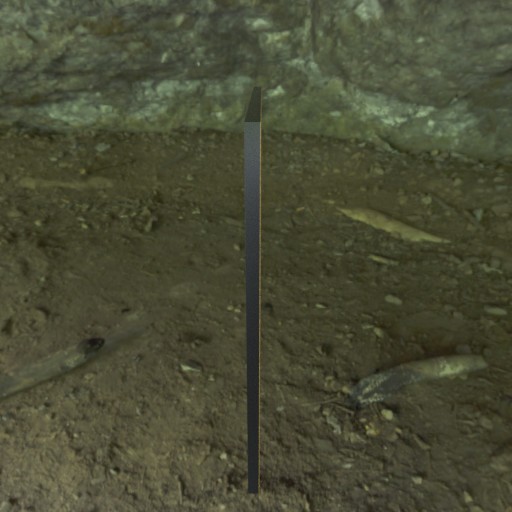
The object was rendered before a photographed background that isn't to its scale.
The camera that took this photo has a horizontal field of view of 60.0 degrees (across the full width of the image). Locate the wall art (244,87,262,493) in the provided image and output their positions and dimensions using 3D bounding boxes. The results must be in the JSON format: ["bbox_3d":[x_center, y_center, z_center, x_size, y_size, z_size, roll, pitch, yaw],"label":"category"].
[{"bbox_3d":[0.000,0.000,0.660,0.014,0.445,0.446,0,24,1],"label":"wall art"}]
